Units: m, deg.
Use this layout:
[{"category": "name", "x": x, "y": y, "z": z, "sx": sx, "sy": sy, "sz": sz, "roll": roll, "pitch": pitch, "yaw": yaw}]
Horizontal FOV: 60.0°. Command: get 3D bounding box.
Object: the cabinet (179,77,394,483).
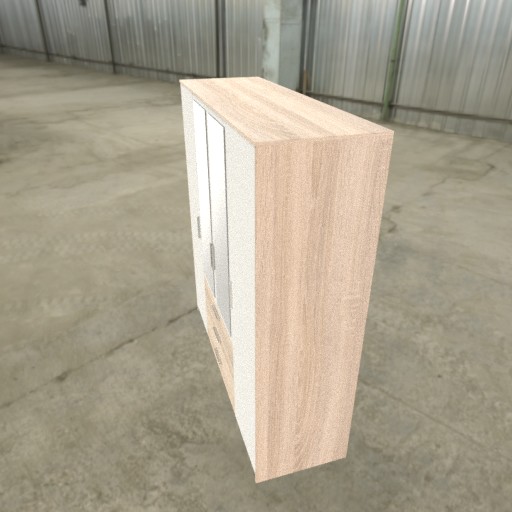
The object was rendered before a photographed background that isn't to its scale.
[{"category": "cabinet", "x": 0.000, "y": 0.000, "z": 3.036, "sx": 0.620, "sy": 2.060, "sz": 1.870, "roll": -9, "pitch": 30, "yaw": -15}]
